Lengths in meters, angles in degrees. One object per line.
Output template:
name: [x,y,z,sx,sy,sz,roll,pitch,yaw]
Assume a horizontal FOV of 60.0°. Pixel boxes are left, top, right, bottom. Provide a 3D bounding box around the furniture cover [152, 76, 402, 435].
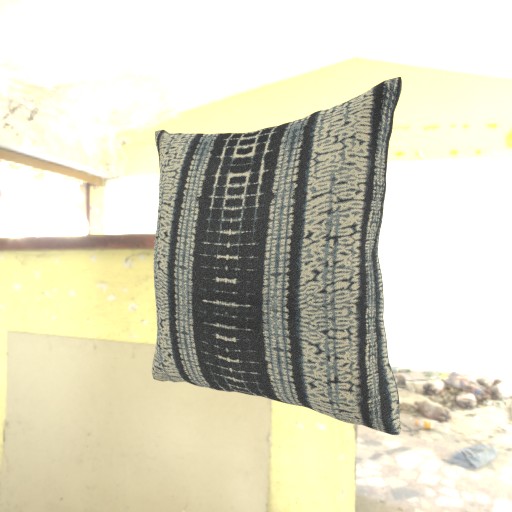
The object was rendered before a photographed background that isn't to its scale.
furniture cover: [0.000,0.000,0.653,0.425,0.435,0.133,0,0,34]
